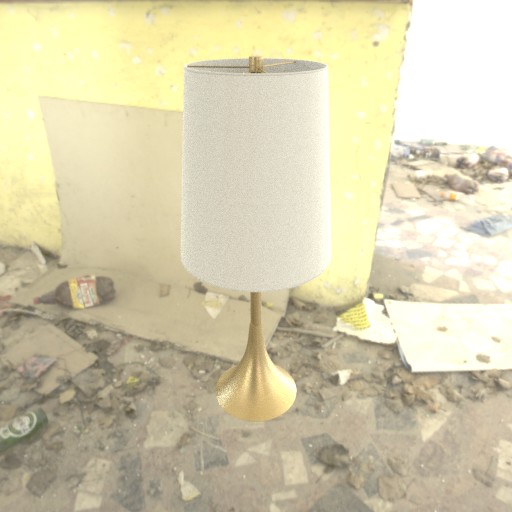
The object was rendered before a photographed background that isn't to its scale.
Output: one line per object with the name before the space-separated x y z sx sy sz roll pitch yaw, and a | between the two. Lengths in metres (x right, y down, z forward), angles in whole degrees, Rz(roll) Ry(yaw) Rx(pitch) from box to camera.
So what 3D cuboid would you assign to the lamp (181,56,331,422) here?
lamp | 0.000 0.000 0.691 0.231 0.569 0.231 0 29 0
